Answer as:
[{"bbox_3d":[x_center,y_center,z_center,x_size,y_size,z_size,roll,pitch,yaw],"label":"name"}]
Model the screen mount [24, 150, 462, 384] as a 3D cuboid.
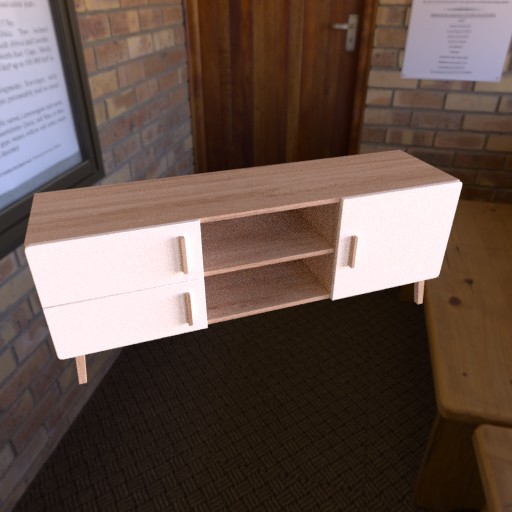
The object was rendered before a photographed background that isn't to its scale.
[{"bbox_3d":[0.000,0.000,1.742,1.500,0.570,0.420,-10,33,-16],"label":"screen mount"}]
